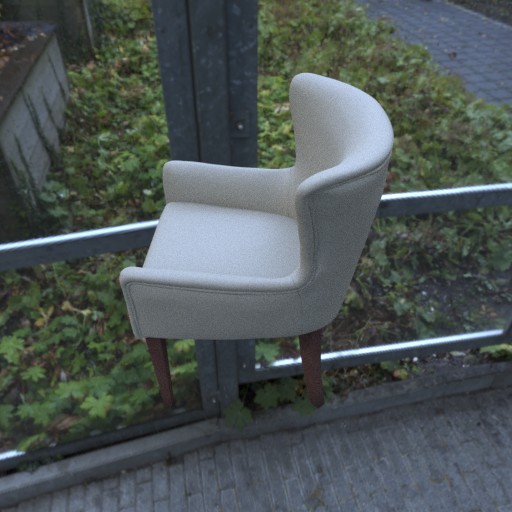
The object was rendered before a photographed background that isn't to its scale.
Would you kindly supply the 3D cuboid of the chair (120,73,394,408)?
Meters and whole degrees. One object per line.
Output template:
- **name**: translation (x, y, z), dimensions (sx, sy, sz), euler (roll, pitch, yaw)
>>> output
- **chair**: translation (0.000, 0.000, 1.423), dimensions (0.686, 0.952, 0.660), euler (2, 41, 2)
